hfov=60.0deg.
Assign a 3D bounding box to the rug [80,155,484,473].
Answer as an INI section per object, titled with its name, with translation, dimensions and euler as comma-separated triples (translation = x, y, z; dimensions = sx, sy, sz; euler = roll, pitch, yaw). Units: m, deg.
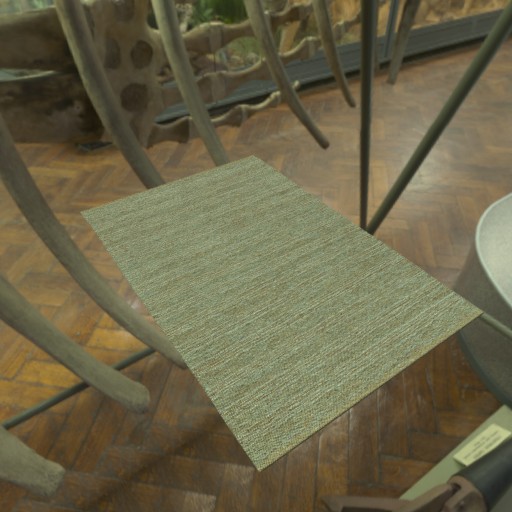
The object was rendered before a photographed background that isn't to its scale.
[rug]
translation = 0.000, 0.000, 2.294
dimensions = 1.240, 0.010, 1.824
euler = -24, 46, -26
